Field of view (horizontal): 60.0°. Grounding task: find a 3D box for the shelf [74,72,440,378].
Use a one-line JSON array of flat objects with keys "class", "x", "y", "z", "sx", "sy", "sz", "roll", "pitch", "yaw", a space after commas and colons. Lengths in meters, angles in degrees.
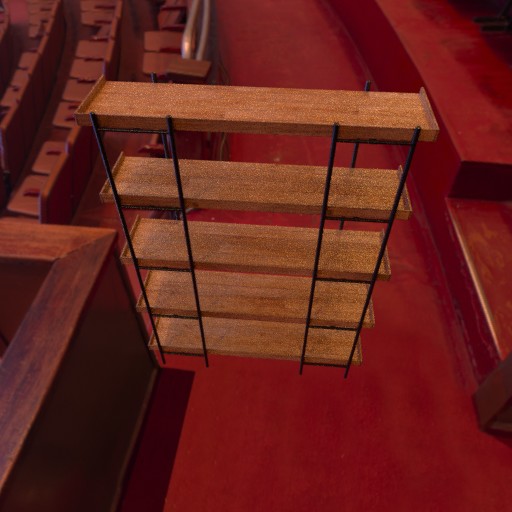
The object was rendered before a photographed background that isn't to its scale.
[{"class": "shelf", "x": 0.000, "y": 0.000, "z": 2.419, "sx": 1.371, "sy": 1.826, "sz": 0.379, "roll": 4, "pitch": 46, "yaw": 3}]
